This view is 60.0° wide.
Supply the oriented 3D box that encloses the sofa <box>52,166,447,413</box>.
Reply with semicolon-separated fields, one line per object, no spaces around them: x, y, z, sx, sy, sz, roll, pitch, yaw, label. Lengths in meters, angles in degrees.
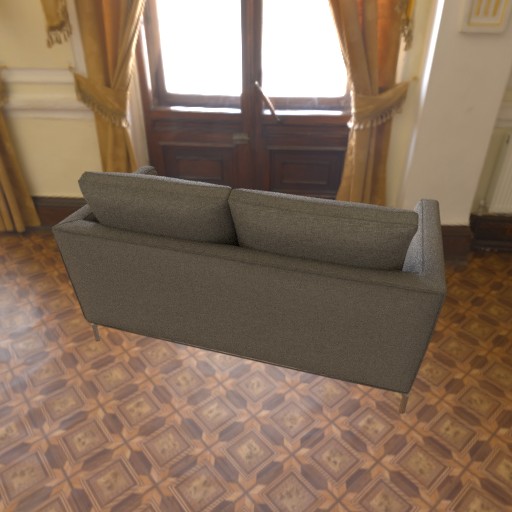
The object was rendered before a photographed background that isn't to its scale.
0.000;0.000;2.121;1.594;0.924;0.803;9;33;15;sofa
